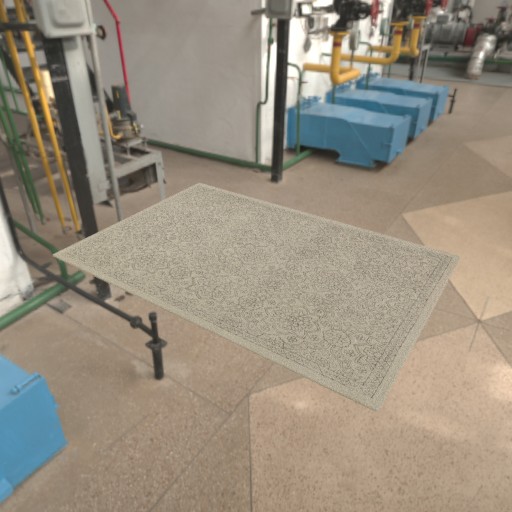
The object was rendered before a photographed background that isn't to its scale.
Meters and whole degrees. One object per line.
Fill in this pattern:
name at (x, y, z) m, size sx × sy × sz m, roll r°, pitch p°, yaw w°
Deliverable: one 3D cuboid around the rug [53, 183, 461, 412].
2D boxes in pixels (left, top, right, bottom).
rug at (0.000, 0.000, 2.379) m, size 1.829 × 0.010 × 1.219 m, roll 20°, pitch 37°, yaw 28°
